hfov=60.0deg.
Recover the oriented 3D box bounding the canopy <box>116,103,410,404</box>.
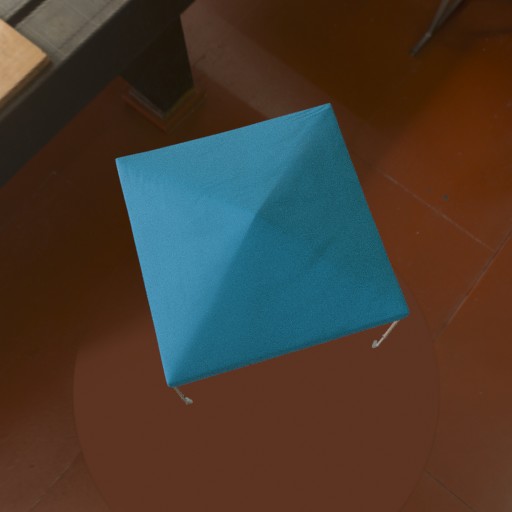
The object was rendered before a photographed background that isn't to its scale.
[{"bbox_3d":[0.000,0.000,5.251,2.849,2.849,2.848,-16,76,-4],"label":"canopy"}]
